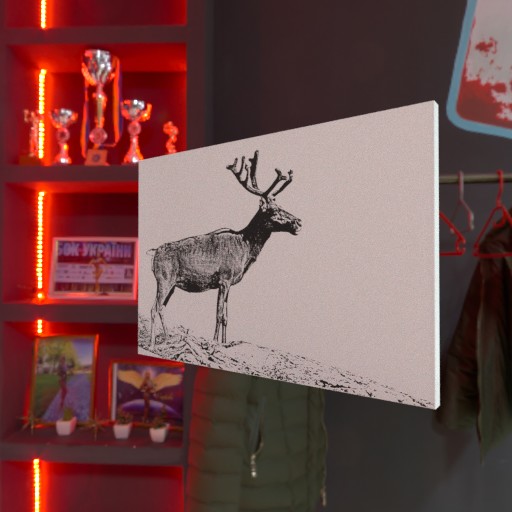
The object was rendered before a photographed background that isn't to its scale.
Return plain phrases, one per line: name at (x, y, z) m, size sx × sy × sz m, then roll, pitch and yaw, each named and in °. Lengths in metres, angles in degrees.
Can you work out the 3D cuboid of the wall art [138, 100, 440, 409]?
wall art at (0.000, 0.000, 1.163) m, size 0.906 × 0.617 × 0.033 m, roll -1°, pitch -1°, yaw 36°
